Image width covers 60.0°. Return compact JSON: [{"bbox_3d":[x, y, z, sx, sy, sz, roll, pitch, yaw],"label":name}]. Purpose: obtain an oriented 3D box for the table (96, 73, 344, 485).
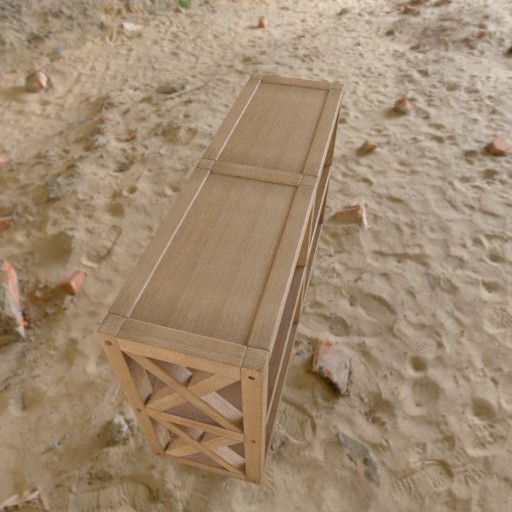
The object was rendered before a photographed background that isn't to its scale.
[{"bbox_3d":[0.000,0.000,1.647,0.381,0.762,1.320,11,48,10],"label":"table"}]
